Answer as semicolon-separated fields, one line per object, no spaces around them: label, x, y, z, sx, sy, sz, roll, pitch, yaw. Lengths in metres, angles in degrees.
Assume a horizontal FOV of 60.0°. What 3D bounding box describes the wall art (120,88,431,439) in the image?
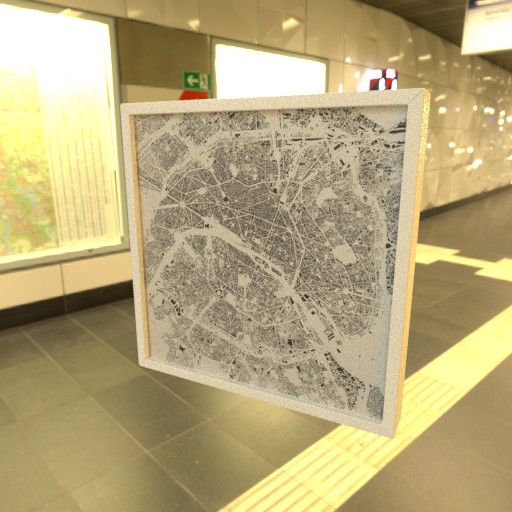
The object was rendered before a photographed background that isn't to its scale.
wall art;0.000;0.000;0.454;0.305;0.305;0.038;7;16;26
